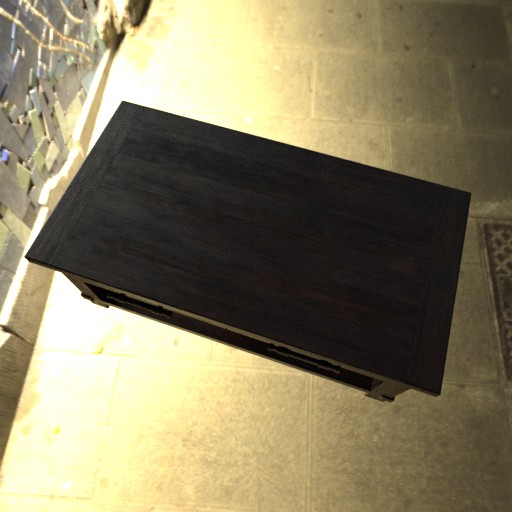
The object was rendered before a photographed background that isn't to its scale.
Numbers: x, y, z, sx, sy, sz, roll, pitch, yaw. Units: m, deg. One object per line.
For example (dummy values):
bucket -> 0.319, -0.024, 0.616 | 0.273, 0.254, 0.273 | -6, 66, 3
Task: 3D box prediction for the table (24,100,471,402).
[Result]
table -> 0.000, 0.000, 1.627 | 1.270, 0.494, 0.700 | 17, 66, 8
